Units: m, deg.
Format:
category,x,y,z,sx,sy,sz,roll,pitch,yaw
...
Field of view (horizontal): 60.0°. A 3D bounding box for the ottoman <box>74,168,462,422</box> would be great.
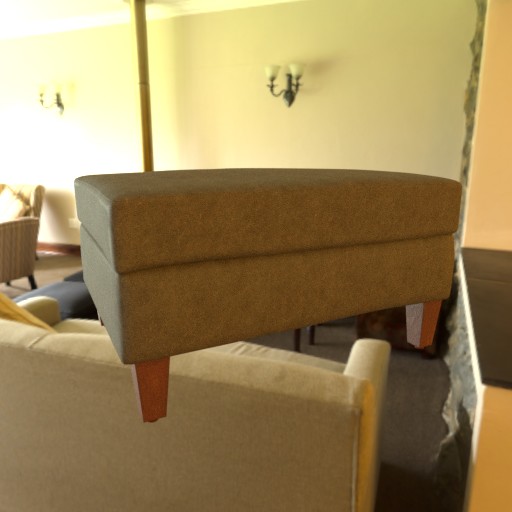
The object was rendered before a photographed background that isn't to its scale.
category,x,y,z,sx,sy,sz,roll,pitch,yaw
ottoman,0.000,0.000,1.200,0.839,0.464,0.639,-7,15,-26
